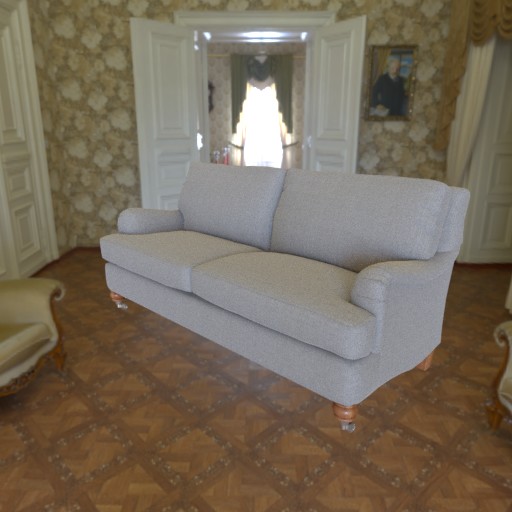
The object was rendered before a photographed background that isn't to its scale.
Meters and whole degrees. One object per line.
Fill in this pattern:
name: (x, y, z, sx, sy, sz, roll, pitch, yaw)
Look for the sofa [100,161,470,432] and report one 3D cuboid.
sofa: (0.000, 0.000, 2.768, 2.160, 1.054, 1.087, 15, 22, 43)
